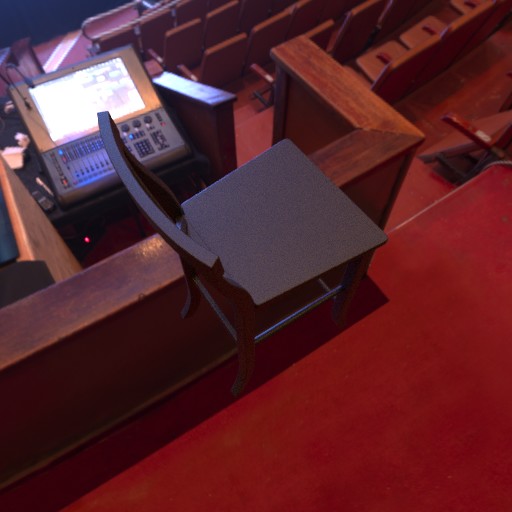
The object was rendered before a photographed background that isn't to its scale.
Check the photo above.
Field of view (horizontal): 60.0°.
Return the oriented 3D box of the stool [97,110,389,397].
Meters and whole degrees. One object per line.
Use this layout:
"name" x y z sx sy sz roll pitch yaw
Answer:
"stool" 0.000 0.000 1.301 0.559 0.989 0.452 -31 64 -17
